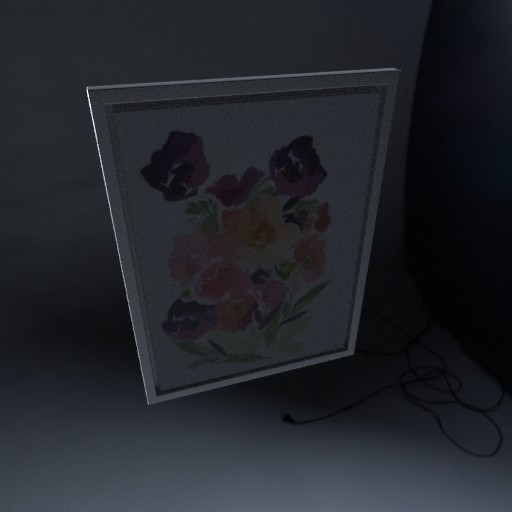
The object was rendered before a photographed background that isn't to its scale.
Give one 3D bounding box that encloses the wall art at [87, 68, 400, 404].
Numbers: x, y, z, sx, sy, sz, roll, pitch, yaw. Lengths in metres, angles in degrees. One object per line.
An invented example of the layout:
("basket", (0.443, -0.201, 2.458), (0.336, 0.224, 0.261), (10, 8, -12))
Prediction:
("wall art", (0.000, 0.000, 1.391), (0.805, 1.056, 0.042), (-10, 34, -15))
